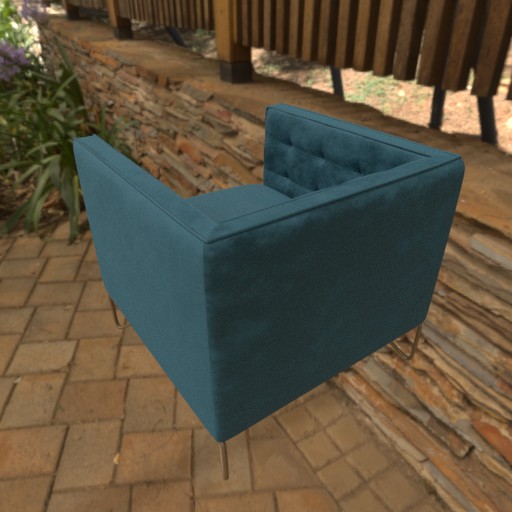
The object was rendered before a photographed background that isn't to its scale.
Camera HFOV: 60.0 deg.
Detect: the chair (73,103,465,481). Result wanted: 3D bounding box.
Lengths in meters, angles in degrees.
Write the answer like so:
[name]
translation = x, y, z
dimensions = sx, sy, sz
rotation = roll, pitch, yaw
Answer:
[chair]
translation = 0.000, 0.000, 1.540
dimensions = 0.880, 0.790, 0.894
rotation = -20, 37, -30
